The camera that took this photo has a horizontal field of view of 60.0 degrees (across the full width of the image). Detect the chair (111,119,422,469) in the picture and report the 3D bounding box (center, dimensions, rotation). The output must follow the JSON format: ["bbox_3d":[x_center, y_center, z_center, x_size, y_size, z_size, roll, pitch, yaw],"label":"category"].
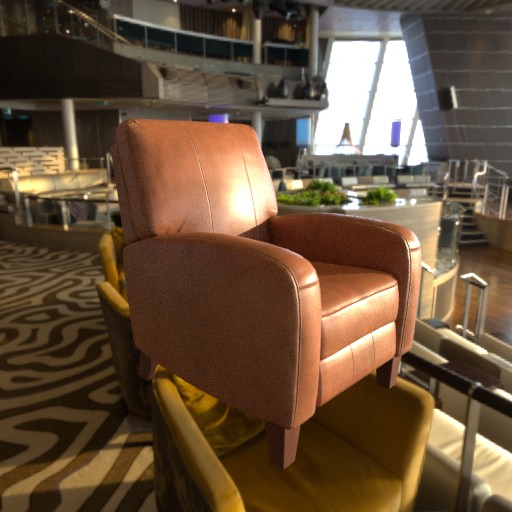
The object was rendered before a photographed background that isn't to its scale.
[{"bbox_3d":[0.000,0.000,1.656,0.990,0.990,0.762,13,19,43],"label":"chair"}]
